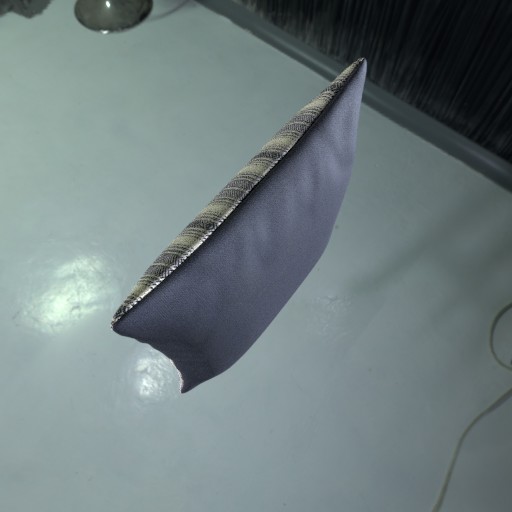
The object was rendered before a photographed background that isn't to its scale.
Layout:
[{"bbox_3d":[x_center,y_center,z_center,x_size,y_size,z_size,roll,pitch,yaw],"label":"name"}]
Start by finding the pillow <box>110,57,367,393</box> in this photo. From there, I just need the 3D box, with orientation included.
[{"bbox_3d":[0.000,0.000,0.791,0.166,0.508,0.520,35,69,16],"label":"pillow"}]
